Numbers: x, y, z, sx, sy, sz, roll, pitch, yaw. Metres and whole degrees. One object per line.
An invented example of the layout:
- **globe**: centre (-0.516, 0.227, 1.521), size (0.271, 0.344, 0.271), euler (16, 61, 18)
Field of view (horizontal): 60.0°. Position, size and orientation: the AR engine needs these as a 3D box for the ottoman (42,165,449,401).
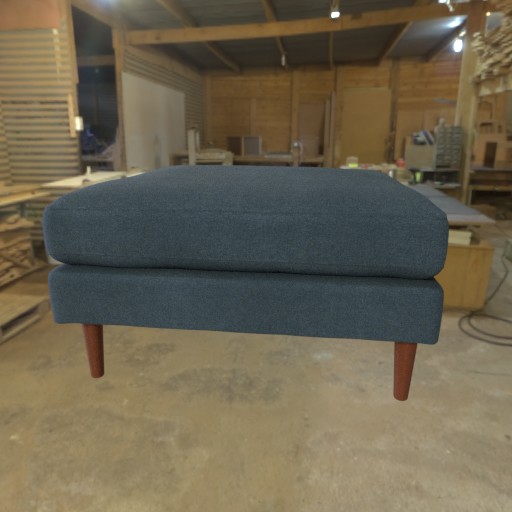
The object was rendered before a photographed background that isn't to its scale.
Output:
- **ottoman**: centre (0.000, 0.000, 1.221), size (0.821, 0.474, 0.693), euler (2, 16, 7)
